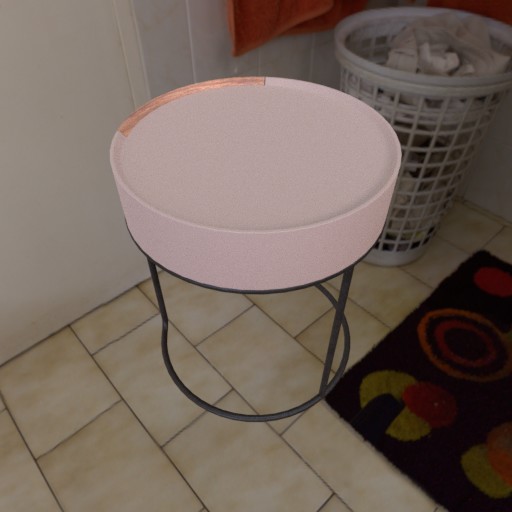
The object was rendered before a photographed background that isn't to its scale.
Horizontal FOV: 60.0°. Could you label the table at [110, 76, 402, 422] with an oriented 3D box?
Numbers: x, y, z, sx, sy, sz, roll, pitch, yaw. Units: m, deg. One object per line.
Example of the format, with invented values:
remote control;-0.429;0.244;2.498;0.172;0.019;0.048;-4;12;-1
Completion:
table;0.000;0.000;0.884;0.450;0.530;0.450;0;45;0
